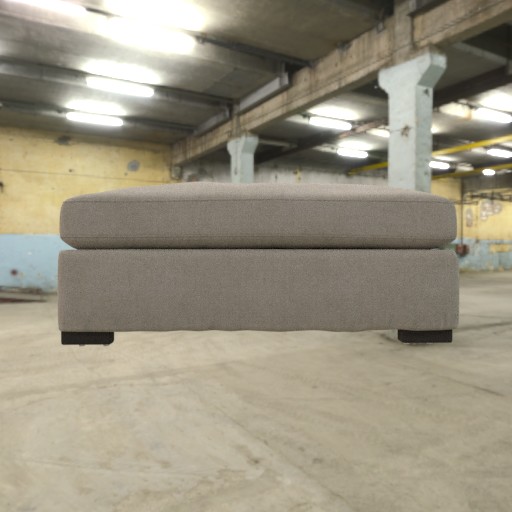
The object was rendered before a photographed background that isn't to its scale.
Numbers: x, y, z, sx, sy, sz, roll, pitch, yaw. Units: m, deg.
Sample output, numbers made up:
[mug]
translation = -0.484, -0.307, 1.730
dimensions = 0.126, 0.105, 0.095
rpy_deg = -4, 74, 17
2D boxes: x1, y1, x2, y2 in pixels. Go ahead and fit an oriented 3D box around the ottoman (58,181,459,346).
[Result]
[ottoman]
translation = 0.000, 0.000, 1.838
dimensions = 1.203, 0.517, 1.171
rpy_deg = 0, 0, -1
